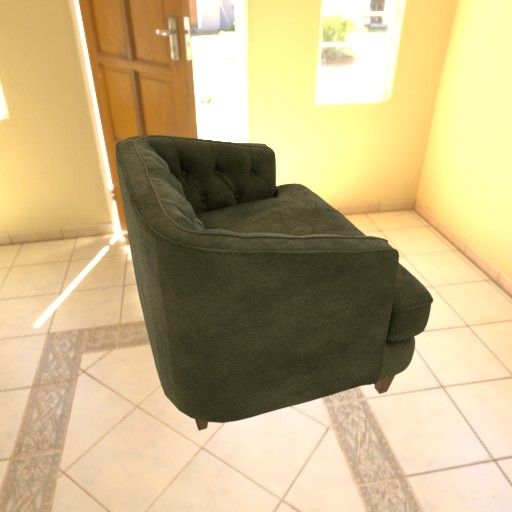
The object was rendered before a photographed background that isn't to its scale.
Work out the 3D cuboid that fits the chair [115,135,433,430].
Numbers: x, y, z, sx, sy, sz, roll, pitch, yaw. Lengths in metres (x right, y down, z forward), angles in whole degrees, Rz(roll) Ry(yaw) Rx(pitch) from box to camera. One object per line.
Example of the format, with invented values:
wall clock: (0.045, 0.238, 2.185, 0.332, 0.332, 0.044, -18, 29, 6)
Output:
chair: (0.000, 0.000, 1.794, 0.941, 0.852, 1.104, -11, 34, -17)
